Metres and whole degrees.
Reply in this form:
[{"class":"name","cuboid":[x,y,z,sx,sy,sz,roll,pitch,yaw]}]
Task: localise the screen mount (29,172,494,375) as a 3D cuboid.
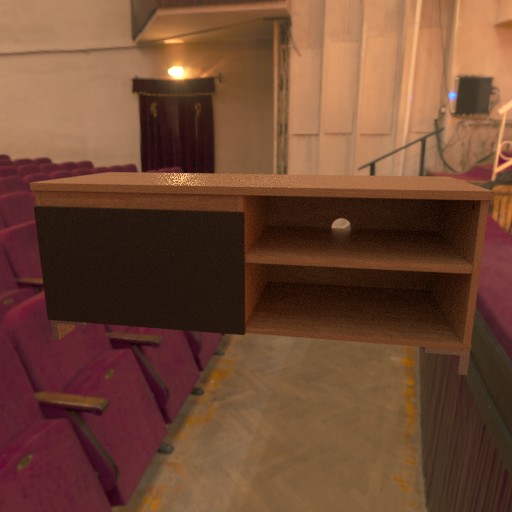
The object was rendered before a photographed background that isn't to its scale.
[{"class":"screen mount","cuboid":[0.000,0.000,1.264,1.084,0.432,0.406,3,15,10]}]
